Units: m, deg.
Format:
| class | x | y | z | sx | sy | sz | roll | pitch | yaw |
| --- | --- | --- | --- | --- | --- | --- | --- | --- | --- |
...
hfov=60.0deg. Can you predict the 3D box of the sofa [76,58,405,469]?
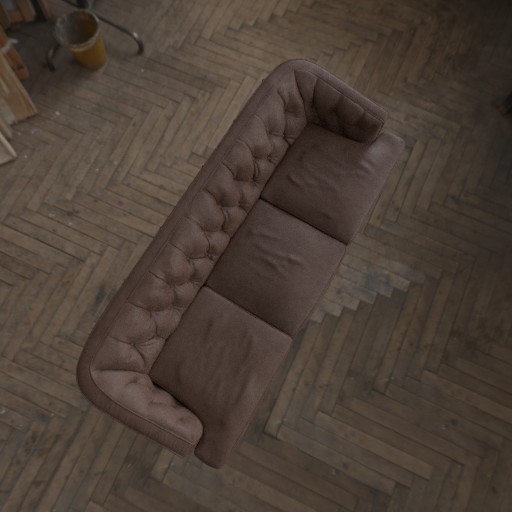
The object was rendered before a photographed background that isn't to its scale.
| class | x | y | z | sx | sy | sz | roll | pitch | yaw |
| --- | --- | --- | --- | --- | --- | --- | --- | --- | --- |
| sofa | 0.000 | 0.000 | 2.637 | 0.927 | 0.787 | 2.227 | 30 | 77 | 8 |
